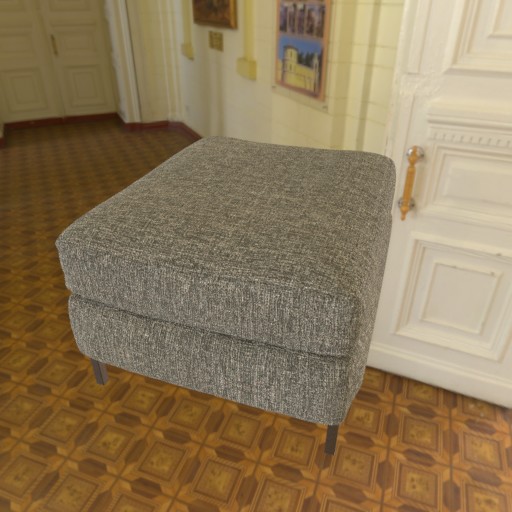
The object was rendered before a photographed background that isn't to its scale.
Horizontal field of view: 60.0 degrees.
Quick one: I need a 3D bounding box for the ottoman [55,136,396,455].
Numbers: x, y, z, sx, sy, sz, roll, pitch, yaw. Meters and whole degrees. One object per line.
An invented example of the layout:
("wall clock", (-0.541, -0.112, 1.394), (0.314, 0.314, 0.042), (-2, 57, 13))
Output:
("ottoman", (0.000, 0.000, 1.221), (0.683, 0.480, 0.828), (10, 33, 16))
